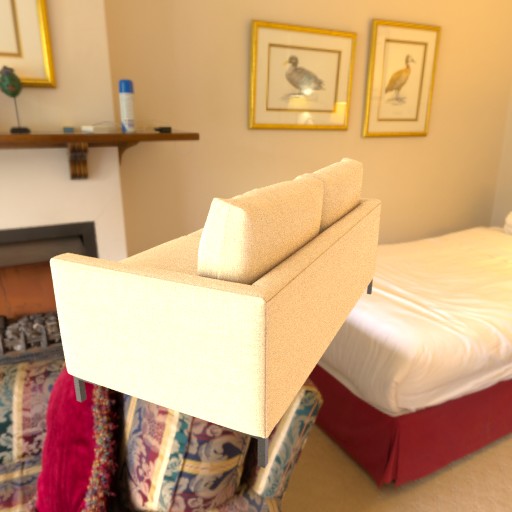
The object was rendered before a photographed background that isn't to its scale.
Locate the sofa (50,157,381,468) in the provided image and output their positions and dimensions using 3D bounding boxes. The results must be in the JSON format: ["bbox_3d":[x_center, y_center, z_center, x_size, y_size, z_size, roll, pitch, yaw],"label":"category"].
[{"bbox_3d":[0.000,0.000,2.084,0.839,0.812,1.651,8,19,24],"label":"sofa"}]
